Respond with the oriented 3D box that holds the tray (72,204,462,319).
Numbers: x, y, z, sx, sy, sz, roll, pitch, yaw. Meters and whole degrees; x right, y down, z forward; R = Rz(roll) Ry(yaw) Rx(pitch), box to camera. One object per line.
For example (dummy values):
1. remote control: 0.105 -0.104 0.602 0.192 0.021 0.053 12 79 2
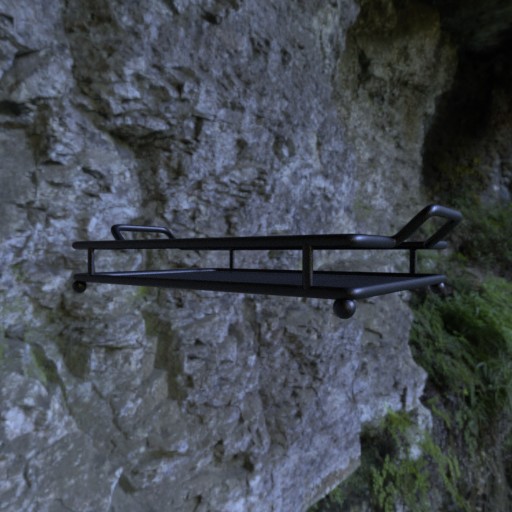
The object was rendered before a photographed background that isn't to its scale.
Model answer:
1. tray: 0.000 0.000 0.597 0.495 0.101 0.297 0 0 37
